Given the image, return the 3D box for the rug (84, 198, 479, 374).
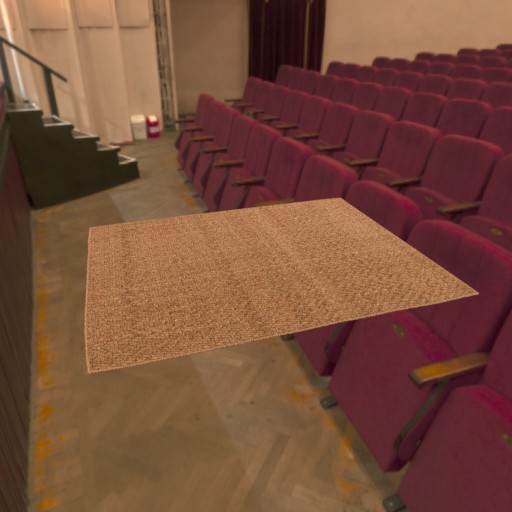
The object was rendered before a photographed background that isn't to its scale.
[{"bbox_3d":[0.000,0.000,4.191,3.048,0.013,2.439,-9,28,-16],"label":"rug"}]
